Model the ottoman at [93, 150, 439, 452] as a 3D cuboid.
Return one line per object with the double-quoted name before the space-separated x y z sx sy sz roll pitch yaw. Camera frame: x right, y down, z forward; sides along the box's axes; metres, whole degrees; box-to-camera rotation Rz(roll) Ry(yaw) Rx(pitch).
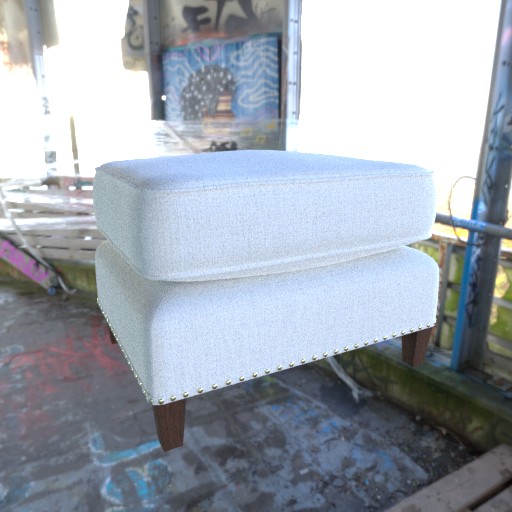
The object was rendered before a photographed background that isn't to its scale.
"ottoman" 0.000 0.000 1.152 0.738 0.537 0.589 -8 18 -27
